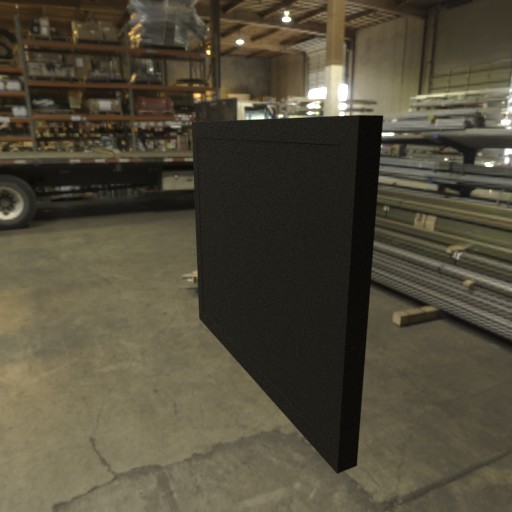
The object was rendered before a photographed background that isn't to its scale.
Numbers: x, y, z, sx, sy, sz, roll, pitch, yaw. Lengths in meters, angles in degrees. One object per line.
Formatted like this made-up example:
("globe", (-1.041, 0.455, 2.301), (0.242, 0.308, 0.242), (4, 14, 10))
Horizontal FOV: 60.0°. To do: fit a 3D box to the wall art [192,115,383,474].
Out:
("wall art", (0.000, 0.000, 0.560), (0.024, 0.329, 0.404), (-8, 18, -25))
